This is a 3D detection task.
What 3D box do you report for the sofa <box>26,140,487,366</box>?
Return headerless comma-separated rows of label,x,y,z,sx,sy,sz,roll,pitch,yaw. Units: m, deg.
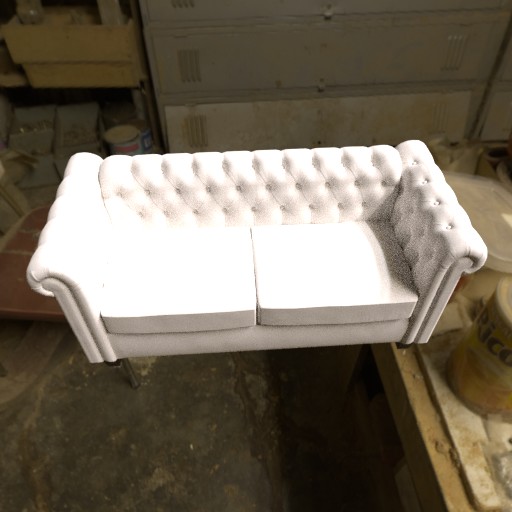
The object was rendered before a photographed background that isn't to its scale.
sofa,0.000,0.000,2.186,1.798,0.796,0.771,-3,47,-3
